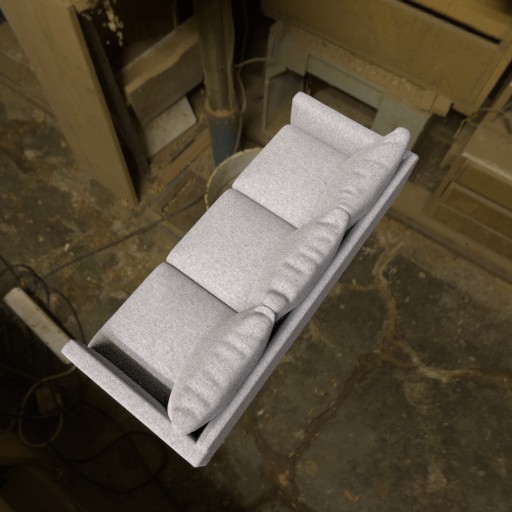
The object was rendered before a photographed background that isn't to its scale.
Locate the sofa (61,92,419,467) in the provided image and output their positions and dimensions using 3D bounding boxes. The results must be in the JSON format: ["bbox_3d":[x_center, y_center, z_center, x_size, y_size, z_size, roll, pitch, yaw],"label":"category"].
[{"bbox_3d":[0.000,0.000,2.441,0.850,0.830,2.000,34,70,14],"label":"sofa"}]
